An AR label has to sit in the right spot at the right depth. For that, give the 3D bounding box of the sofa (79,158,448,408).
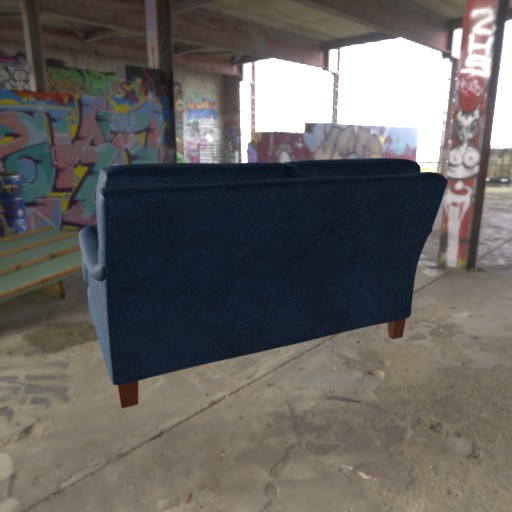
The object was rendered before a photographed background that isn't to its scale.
[{"bbox_3d":[0.000,0.000,2.553,1.853,1.101,1.084,-7,16,-25],"label":"sofa"}]
